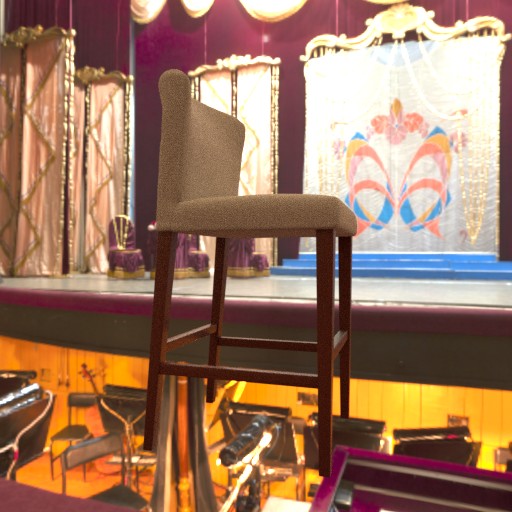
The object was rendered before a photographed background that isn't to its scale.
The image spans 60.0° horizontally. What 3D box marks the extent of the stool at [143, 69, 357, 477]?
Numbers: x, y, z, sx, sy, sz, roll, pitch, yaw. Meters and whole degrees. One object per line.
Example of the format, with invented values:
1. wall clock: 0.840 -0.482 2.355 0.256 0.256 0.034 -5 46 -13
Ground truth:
1. stool: 0.000 0.000 1.351 0.568 1.069 0.481 0 0 18
